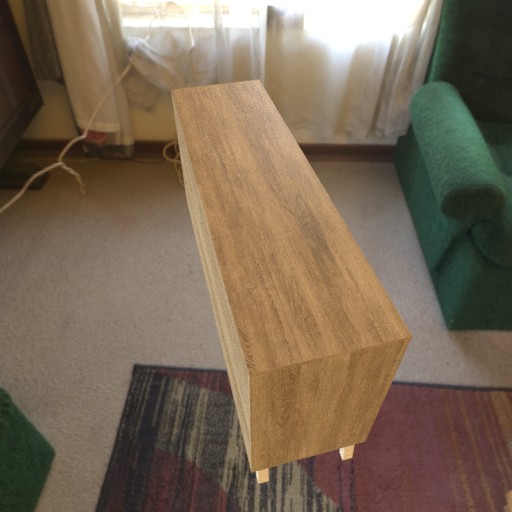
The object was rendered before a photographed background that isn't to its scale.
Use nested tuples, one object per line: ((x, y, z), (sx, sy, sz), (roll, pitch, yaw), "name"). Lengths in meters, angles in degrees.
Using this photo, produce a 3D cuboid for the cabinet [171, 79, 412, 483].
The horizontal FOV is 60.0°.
((0.000, 0.000, 1.995), (0.450, 0.870, 1.600), (-11, 47, -10), "cabinet")
